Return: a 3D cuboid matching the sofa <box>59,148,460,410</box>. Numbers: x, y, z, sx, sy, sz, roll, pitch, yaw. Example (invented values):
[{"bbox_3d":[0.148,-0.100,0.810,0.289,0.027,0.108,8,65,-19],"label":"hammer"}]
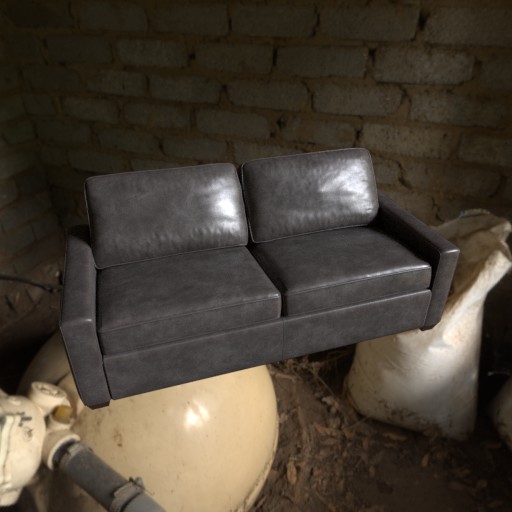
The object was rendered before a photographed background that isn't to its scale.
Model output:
[{"bbox_3d":[0.000,0.000,2.575,2.081,0.916,0.939,-10,33,-15],"label":"sofa"}]
